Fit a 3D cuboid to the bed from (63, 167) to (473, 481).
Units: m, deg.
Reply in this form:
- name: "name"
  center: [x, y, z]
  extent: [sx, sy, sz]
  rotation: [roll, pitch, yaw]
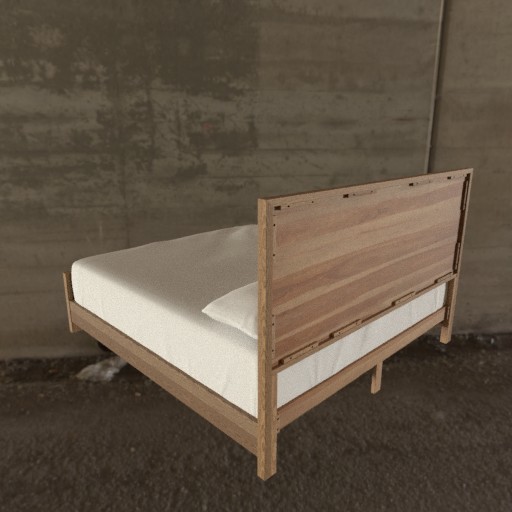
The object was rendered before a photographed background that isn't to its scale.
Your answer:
- name: "bed"
  center: [0.000, 0.000, 3.278]
  extent: [2.013, 1.295, 2.184]
  rotation: [-15, 22, -42]
